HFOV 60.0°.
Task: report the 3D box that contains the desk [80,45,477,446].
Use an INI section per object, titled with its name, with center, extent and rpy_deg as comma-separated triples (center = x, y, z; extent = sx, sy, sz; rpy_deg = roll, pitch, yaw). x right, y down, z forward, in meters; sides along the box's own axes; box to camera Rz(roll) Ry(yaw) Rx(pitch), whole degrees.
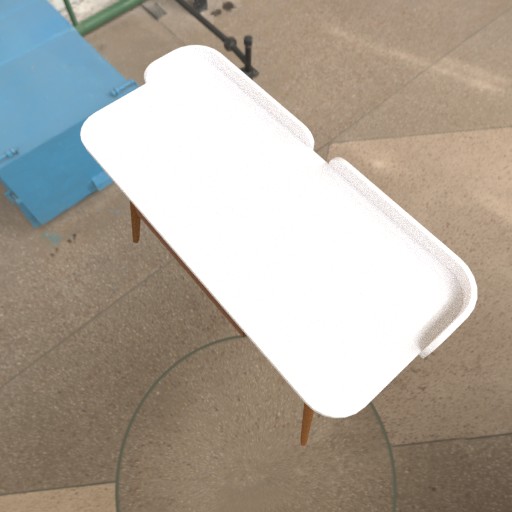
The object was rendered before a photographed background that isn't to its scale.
[desk]
center = 0.000, 0.000, 1.583
extent = 0.534, 0.807, 1.206
rpy_deg = -38, 70, -16
